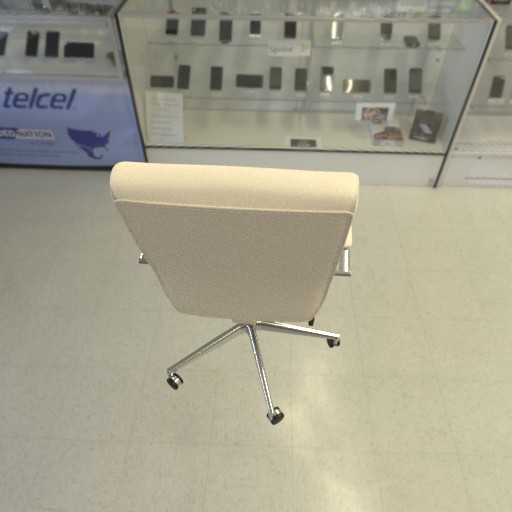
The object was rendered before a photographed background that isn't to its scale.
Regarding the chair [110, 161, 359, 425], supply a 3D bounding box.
[{"bbox_3d":[0.000,0.000,1.561,0.727,1.099,0.745,3,46,3],"label":"chair"}]
